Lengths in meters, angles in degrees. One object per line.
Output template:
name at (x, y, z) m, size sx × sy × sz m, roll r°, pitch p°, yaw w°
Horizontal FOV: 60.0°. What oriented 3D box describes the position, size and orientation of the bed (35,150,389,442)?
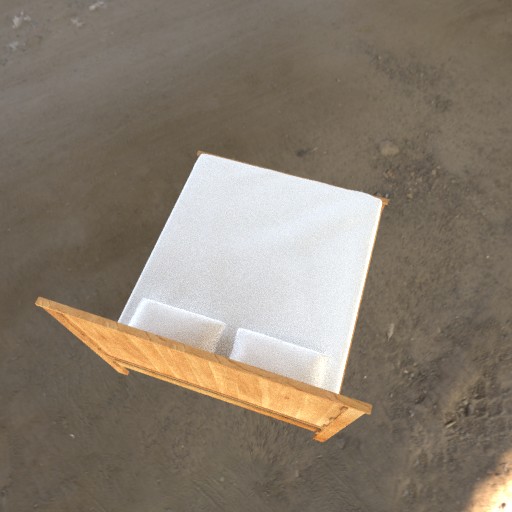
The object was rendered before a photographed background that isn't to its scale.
bed at (0.000, 0.000, 4.159) m, size 2.225 × 1.938 × 2.530 m, roll 16°, pitch 63°, yaw 8°
